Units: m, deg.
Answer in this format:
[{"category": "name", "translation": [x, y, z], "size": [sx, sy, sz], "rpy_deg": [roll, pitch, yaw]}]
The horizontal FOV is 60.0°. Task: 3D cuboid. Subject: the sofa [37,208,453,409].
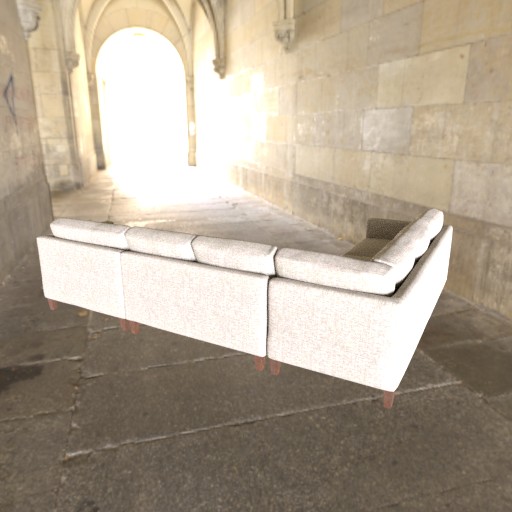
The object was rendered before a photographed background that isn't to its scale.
[{"category": "sofa", "translation": [0.000, 0.000, 4.571], "size": [3.460, 0.959, 2.593], "rpy_deg": [9, 18, 28]}]
